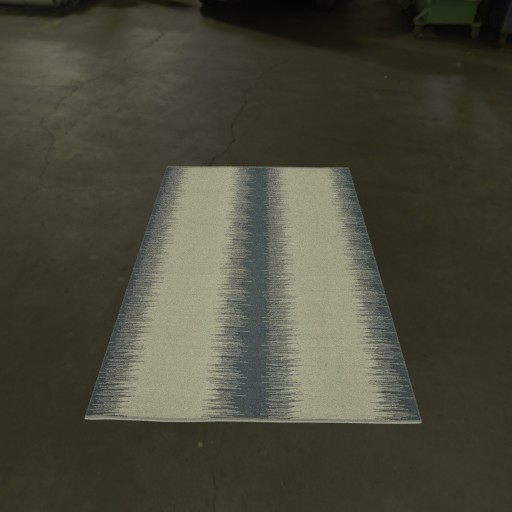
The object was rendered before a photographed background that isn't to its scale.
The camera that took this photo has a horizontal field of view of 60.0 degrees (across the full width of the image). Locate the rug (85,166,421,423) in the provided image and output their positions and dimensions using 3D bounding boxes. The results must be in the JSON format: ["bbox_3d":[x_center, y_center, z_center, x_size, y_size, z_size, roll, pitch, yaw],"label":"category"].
[{"bbox_3d":[0.000,0.000,2.315,1.234,0.006,1.854,0,41,1],"label":"rug"}]
